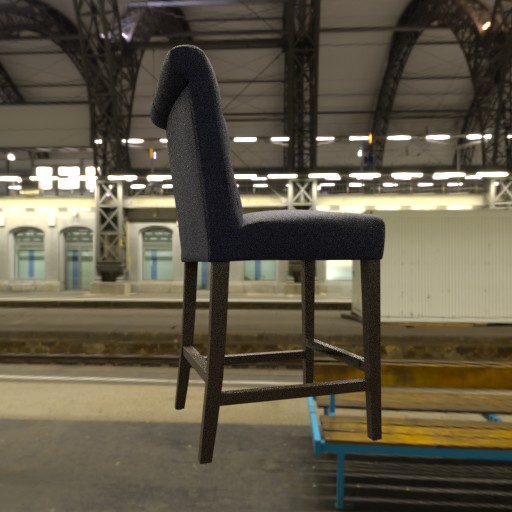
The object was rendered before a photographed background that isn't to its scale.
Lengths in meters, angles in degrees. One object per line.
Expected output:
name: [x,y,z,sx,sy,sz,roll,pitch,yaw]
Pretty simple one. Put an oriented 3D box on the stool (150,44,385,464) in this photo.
stool: [0.000,0.000,1.338,0.601,1.010,0.493,0,-1,-18]
